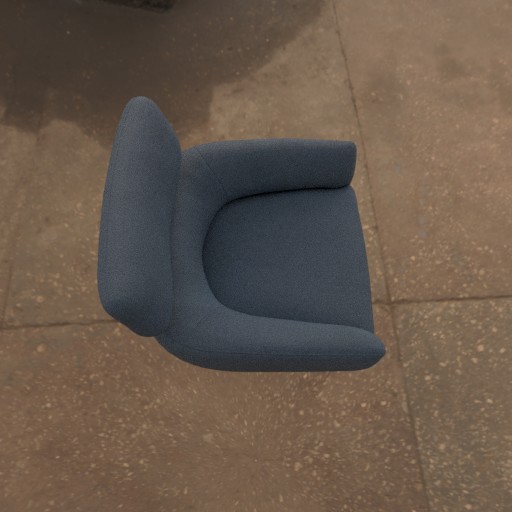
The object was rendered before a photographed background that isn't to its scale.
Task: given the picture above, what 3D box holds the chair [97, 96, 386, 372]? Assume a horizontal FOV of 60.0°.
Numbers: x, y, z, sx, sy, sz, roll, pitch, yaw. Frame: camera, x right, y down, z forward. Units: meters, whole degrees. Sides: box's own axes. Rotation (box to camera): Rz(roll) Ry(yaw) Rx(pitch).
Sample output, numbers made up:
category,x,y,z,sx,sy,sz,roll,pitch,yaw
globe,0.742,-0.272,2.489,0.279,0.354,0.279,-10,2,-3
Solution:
category,x,y,z,sx,sy,sz,roll,pitch,yaw
chair,0.000,0.000,1.429,0.761,0.813,0.738,-1,65,-1
